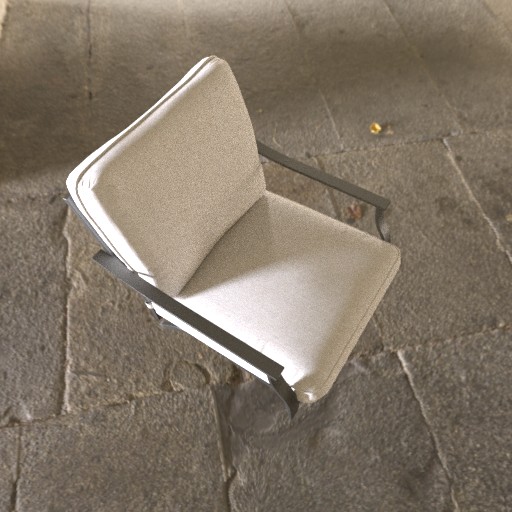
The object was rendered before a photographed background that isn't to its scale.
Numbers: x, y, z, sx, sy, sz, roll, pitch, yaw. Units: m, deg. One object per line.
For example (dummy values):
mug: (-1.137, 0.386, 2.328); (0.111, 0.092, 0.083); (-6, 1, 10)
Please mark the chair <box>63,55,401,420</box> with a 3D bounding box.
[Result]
chair: (0.000, 0.000, 1.395); (0.787, 0.860, 0.650); (30, 64, 16)
